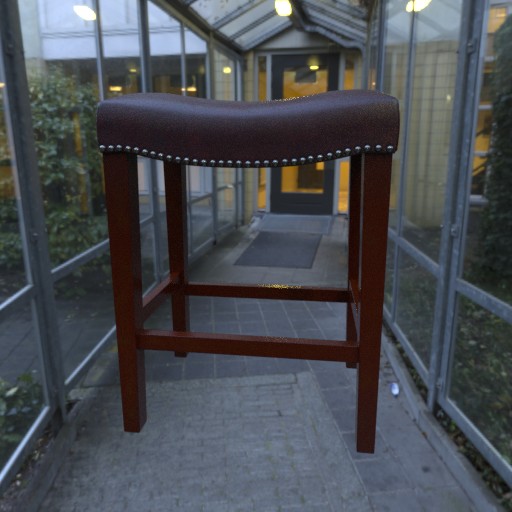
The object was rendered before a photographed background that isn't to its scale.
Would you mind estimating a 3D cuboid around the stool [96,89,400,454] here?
[{"bbox_3d":[0.000,0.000,0.954,0.504,0.657,0.372,2,14,8],"label":"stool"}]
